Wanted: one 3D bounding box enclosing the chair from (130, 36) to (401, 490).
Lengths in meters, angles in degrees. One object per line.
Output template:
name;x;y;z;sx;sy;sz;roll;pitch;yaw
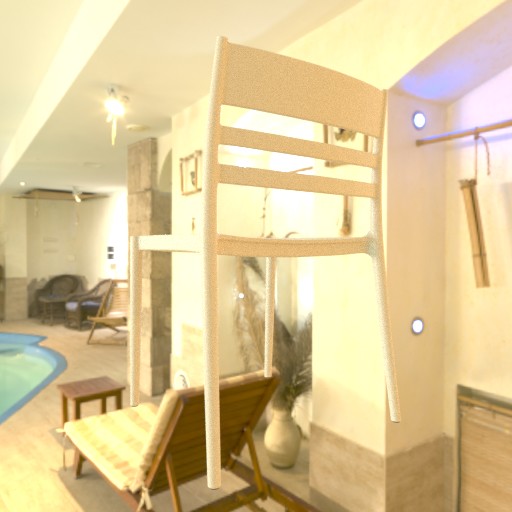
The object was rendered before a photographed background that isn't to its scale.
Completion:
chair;0.000;0.000;1.106;0.531;0.800;0.511;-1;1;-36
